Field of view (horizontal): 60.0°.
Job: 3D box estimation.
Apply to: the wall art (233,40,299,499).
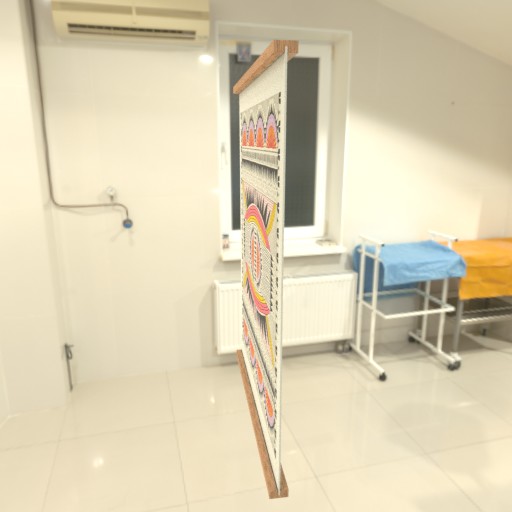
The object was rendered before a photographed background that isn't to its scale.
[{"bbox_3d":[0.000,0.000,0.783,0.028,0.609,0.456,-2,15,-8],"label":"wall art"}]
